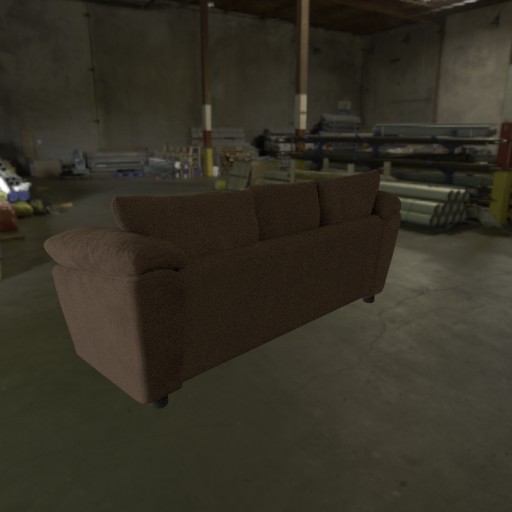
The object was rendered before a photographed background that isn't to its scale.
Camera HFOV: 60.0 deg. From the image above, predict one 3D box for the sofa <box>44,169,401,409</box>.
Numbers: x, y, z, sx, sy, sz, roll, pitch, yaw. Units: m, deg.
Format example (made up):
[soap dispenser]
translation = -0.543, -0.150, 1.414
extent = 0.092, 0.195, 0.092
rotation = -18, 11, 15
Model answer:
[sofa]
translation = 0.000, 0.000, 2.864
extent = 0.878, 1.015, 2.336
rotation = 15, 21, 43
